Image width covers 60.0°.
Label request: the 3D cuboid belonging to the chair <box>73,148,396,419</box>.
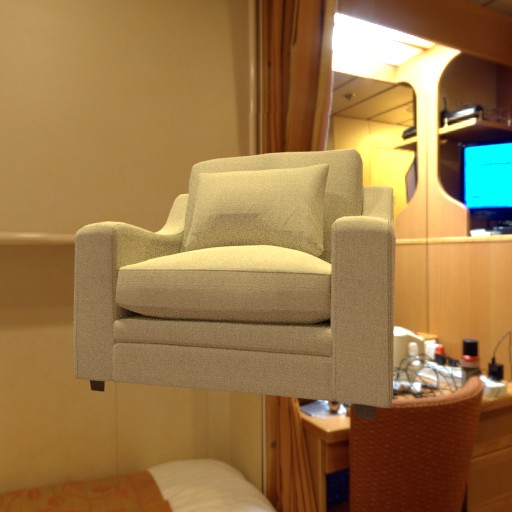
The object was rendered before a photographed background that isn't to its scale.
[{"bbox_3d":[0.000,0.000,1.969,1.178,1.016,1.009,0,0,16],"label":"chair"}]
